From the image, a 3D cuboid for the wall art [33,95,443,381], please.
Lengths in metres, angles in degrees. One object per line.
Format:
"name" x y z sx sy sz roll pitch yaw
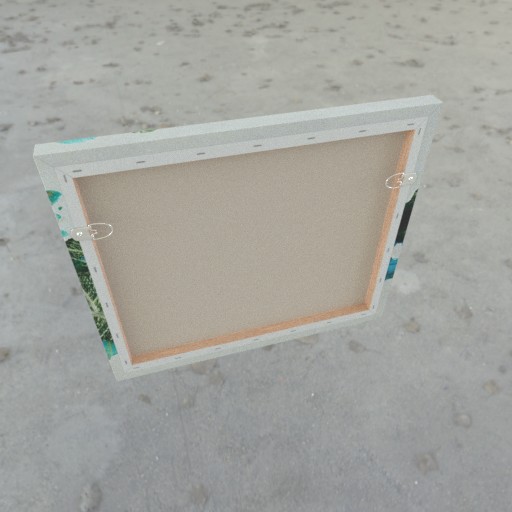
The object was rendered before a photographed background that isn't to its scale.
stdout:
"wall art" 0.000 0.000 0.957 0.711 0.610 0.043 -11 43 -12
